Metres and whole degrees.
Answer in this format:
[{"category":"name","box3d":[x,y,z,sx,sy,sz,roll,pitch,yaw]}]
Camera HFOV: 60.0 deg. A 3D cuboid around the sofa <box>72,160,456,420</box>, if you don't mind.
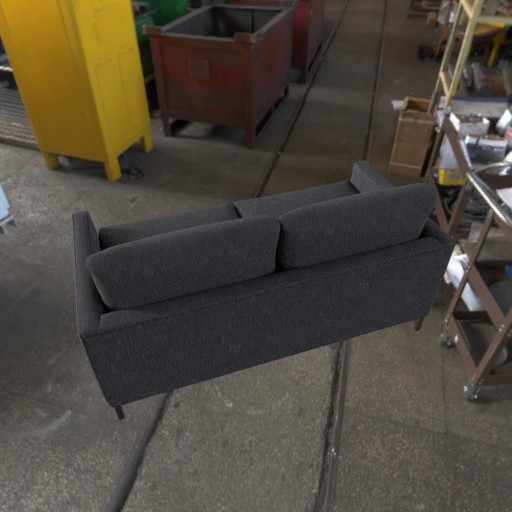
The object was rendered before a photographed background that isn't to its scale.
[{"category":"sofa","box3d":[0.000,0.000,2.274,1.716,0.862,0.866,-13,42,-15]}]
